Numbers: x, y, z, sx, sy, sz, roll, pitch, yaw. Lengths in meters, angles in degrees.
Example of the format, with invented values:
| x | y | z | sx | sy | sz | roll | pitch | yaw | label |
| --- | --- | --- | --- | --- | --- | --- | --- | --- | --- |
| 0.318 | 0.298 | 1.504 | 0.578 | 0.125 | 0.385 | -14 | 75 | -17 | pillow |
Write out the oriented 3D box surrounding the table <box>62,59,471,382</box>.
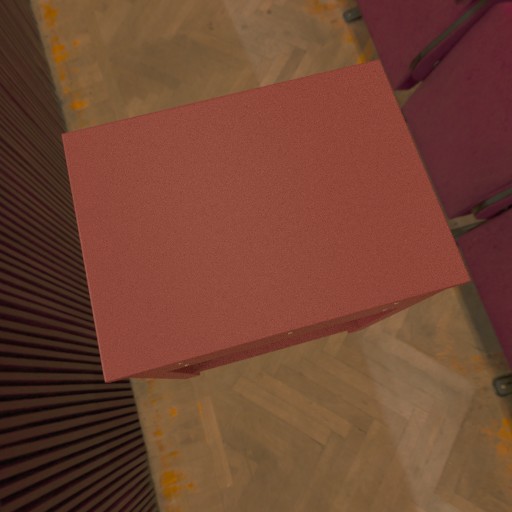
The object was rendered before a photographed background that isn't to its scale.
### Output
| x | y | z | sx | sy | sz | roll | pitch | yaw | label |
| --- | --- | --- | --- | --- | --- | --- | --- | --- | --- |
| 0.000 | 0.000 | 1.083 | 0.599 | 0.686 | 0.451 | -15 | 75 | -4 | table |
